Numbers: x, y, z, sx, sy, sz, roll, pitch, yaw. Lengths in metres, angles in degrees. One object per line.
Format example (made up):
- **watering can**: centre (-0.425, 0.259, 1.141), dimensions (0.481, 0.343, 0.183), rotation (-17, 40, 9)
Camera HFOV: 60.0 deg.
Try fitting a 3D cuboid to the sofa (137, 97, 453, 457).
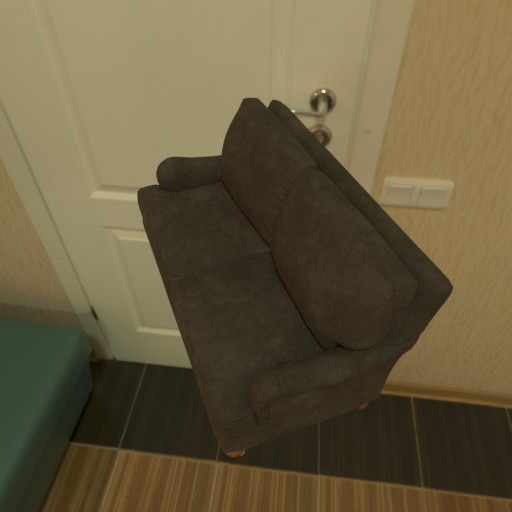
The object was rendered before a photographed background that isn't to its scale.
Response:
- **sofa**: centre (0.000, 0.000, 2.595), dimensions (1.084, 1.101, 1.853), rotation (-16, 48, -15)
